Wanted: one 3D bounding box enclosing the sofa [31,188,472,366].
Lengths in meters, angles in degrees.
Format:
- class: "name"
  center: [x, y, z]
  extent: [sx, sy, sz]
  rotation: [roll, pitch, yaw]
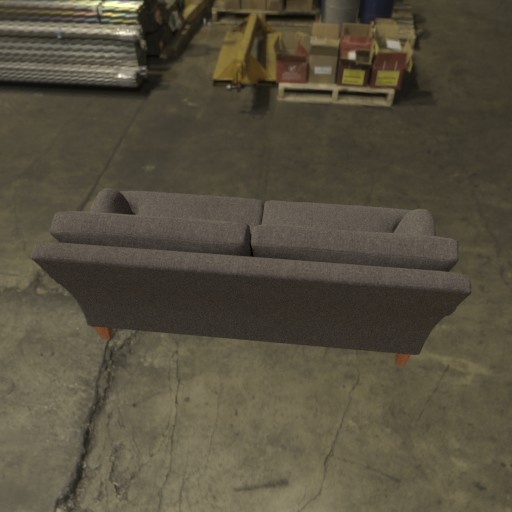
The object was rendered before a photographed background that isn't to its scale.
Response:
- class: "sofa"
  center: [0.000, 0.000, 2.761]
  extent: [2.160, 1.054, 1.087]
  rotation: [4, 47, 4]
